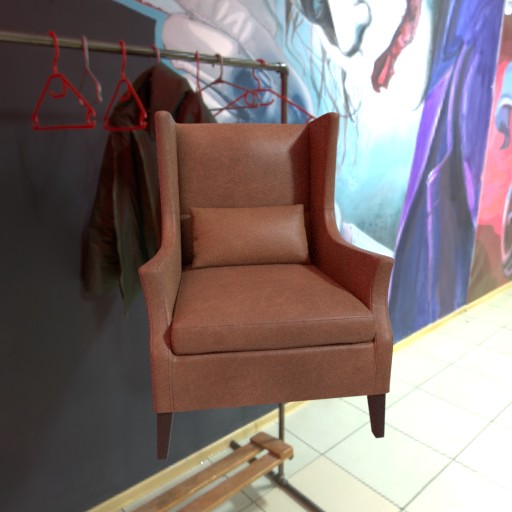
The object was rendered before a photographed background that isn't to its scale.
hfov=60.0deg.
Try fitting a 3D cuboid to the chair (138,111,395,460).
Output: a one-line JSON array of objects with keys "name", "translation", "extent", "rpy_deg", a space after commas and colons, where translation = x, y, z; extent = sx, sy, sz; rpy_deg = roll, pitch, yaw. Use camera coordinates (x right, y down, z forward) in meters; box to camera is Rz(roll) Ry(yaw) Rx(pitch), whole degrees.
[{"name": "chair", "translation": [0.000, 0.000, 1.727], "extent": [0.815, 1.088, 0.913], "rpy_deg": [-2, 15, -8]}]
